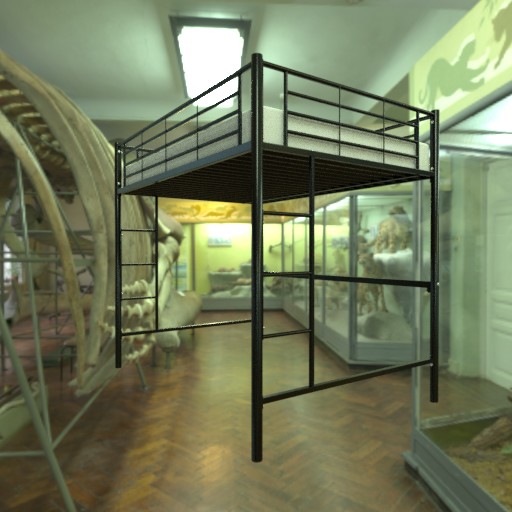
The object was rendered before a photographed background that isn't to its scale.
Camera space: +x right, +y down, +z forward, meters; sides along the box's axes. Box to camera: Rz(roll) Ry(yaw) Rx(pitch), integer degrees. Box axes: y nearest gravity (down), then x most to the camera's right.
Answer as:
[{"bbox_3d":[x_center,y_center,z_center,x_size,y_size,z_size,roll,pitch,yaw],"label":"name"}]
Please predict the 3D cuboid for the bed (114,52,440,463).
[{"bbox_3d":[0.000,0.000,3.152,1.397,1.803,1.994,0,1,-35],"label":"bed"}]
